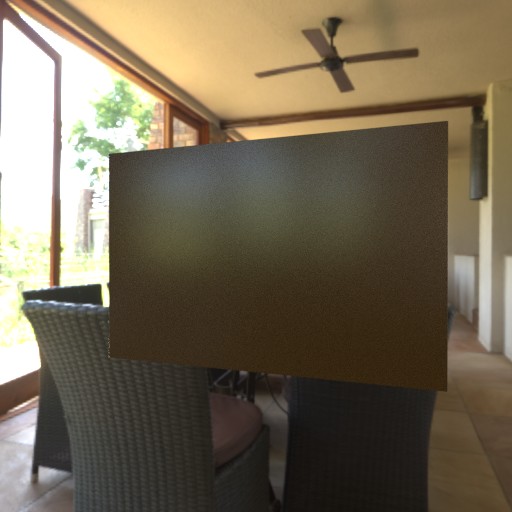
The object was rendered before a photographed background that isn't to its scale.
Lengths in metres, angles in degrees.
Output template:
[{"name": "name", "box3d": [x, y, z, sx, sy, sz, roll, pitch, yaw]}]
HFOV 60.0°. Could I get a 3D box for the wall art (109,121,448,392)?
[{"name": "wall art", "box3d": [0.000, 0.000, 1.174, 0.932, 0.610, 0.027, 0, 0, 21]}]
